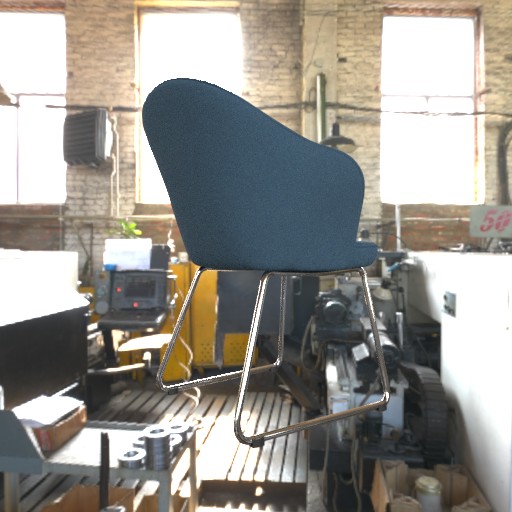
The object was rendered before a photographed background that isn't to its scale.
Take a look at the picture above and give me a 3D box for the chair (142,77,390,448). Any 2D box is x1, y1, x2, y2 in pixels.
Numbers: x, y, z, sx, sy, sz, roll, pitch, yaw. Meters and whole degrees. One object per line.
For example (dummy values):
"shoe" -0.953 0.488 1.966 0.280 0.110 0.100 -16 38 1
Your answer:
"chair" 0.000 0.000 1.217 0.585 0.815 0.570 -1 1 -36
